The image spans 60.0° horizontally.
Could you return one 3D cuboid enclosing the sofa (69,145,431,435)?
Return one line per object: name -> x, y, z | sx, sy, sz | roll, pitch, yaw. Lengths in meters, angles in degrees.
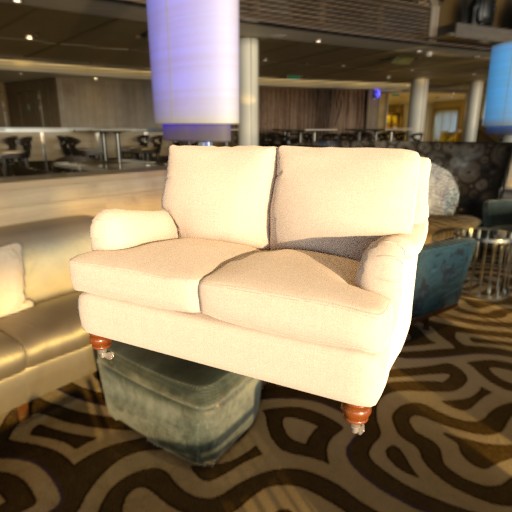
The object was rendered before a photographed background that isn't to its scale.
sofa -> 0.000, 0.000, 2.192 | 1.508, 1.048, 1.087 | 8, 18, 26
